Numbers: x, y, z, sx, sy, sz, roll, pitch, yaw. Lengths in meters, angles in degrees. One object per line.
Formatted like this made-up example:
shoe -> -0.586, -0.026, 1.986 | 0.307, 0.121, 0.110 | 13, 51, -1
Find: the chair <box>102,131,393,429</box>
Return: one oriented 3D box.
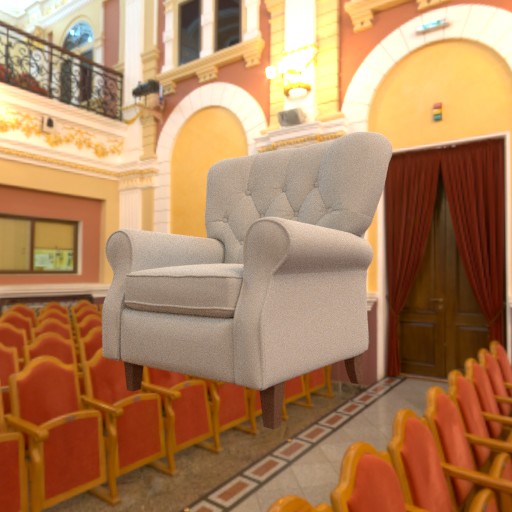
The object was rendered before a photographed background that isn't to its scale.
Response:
chair -> 0.000, 0.000, 2.124 | 1.090, 1.217, 1.128 | -1, -2, 37
